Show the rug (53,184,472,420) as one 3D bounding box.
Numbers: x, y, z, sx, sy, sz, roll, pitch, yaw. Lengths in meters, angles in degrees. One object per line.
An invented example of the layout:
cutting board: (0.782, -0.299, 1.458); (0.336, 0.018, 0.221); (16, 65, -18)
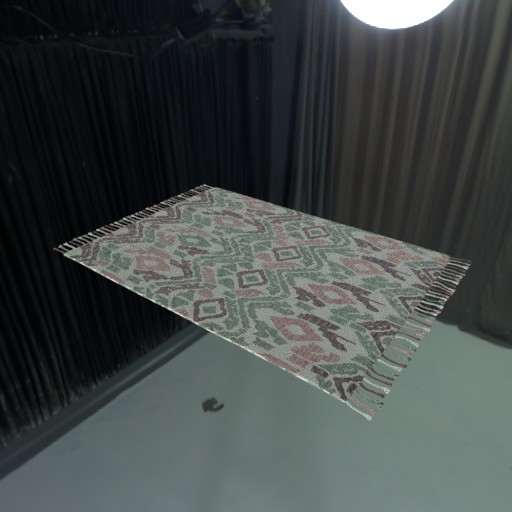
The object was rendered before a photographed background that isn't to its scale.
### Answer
rug: (0.000, 0.000, 2.283); (1.829, 0.010, 1.219); (21, 36, 31)
